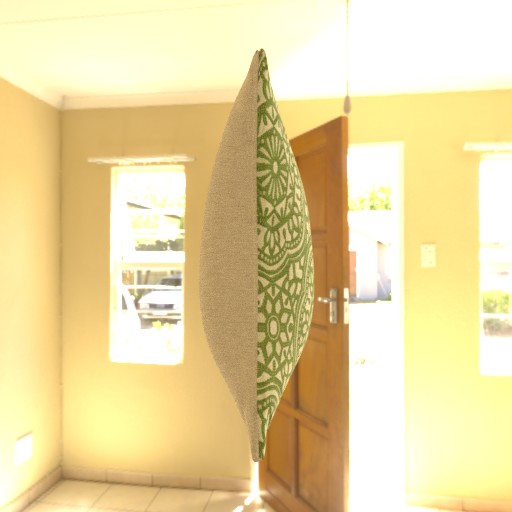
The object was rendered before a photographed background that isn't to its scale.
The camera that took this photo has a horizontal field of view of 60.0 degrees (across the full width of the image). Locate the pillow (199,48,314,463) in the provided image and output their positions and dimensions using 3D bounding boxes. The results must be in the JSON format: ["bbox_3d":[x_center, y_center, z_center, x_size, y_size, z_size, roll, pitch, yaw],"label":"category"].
[{"bbox_3d":[0.000,0.000,0.662,0.162,0.419,0.440,0,-1,-1],"label":"pillow"}]
